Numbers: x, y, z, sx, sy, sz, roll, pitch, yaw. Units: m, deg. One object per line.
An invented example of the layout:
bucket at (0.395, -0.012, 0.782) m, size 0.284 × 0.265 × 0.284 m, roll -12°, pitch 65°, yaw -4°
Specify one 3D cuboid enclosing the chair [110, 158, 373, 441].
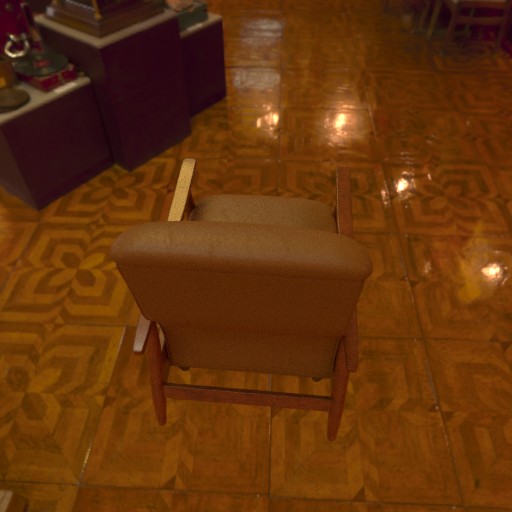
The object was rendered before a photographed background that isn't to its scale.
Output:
chair at (0.000, 0.000, 1.747) m, size 0.762 × 1.082 × 1.014 m, roll 4°, pitch 47°, yaw 3°
